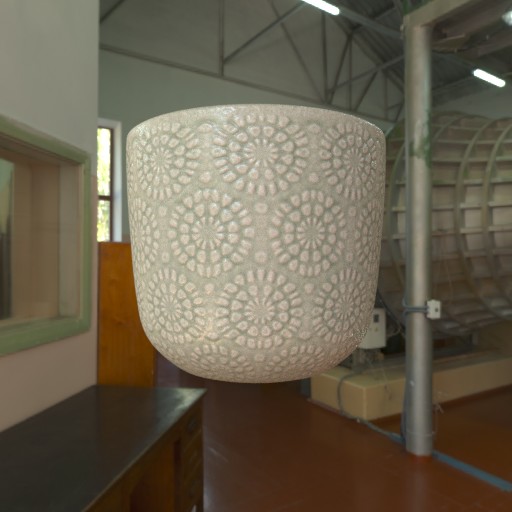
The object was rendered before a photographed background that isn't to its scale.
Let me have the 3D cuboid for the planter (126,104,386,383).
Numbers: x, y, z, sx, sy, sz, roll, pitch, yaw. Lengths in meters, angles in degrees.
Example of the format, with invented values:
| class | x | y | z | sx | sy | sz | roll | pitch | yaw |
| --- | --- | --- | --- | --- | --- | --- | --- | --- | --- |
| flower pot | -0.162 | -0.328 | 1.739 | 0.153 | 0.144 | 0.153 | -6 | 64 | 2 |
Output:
| class | x | y | z | sx | sy | sz | roll | pitch | yaw |
| --- | --- | --- | --- | --- | --- | --- | --- | --- | --- |
| planter | 0.000 | 0.000 | 0.220 | 0.124 | 0.109 | 0.124 | 0 | -1 | 0 |
